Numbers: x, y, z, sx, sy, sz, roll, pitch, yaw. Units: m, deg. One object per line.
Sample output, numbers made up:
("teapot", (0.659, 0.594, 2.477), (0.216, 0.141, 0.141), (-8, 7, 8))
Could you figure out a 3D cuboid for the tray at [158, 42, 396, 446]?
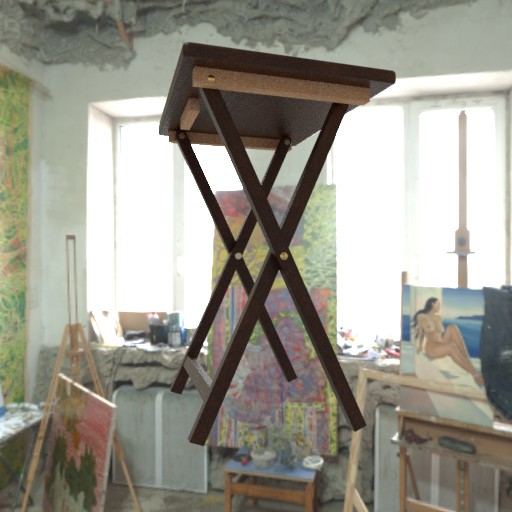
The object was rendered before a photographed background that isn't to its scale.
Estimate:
("tray", (0.000, 0.000, 0.964), (0.381, 0.660, 0.483), (0, 0, -17))
